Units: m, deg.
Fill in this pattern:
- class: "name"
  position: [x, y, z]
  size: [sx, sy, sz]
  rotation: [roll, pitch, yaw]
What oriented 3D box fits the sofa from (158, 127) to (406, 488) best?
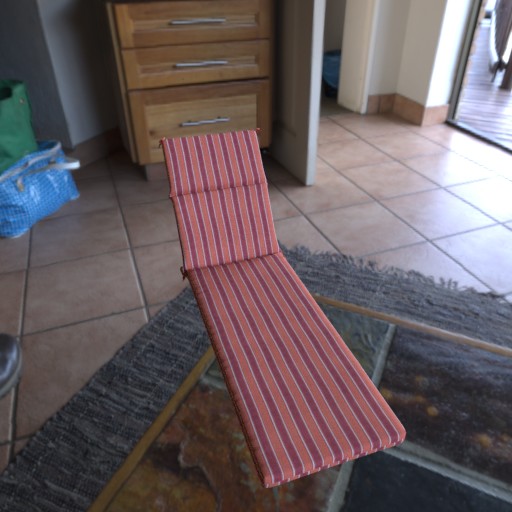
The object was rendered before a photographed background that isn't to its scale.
- class: "sofa"
  position: [0.000, 0.000, 1.930]
  size: [0.582, 0.622, 1.663]
  rotation: [-11, 35, -16]
